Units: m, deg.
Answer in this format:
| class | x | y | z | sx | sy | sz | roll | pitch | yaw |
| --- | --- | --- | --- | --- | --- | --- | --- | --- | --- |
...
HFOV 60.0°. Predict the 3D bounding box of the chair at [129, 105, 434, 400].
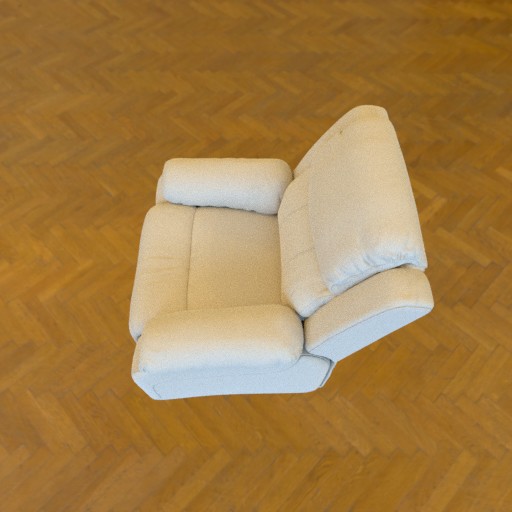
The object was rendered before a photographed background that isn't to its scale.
| class | x | y | z | sx | sy | sz | roll | pitch | yaw |
| --- | --- | --- | --- | --- | --- | --- | --- | --- | --- |
| chair | 0.000 | 0.000 | 1.245 | 0.709 | 0.702 | 0.680 | -1 | 58 | 0 |
